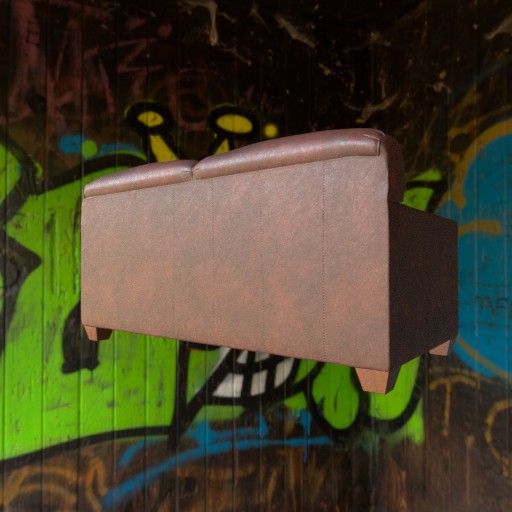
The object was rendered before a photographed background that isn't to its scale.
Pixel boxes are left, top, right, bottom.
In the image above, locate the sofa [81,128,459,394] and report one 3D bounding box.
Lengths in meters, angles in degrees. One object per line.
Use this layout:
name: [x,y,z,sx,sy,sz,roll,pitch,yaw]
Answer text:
sofa: [0.000,0.000,2.397,1.856,0.966,1.000,-1,-1,37]
